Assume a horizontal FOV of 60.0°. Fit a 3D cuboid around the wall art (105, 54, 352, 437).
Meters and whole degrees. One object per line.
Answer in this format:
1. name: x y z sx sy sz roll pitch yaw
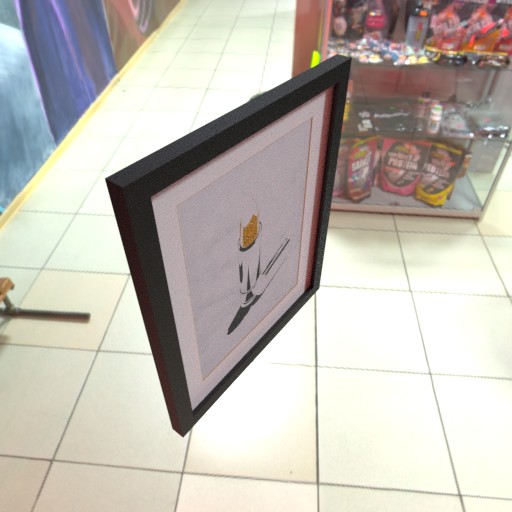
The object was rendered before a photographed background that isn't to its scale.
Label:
1. wall art: 0.000 0.000 0.539 0.019 0.381 0.330 28 49 27
